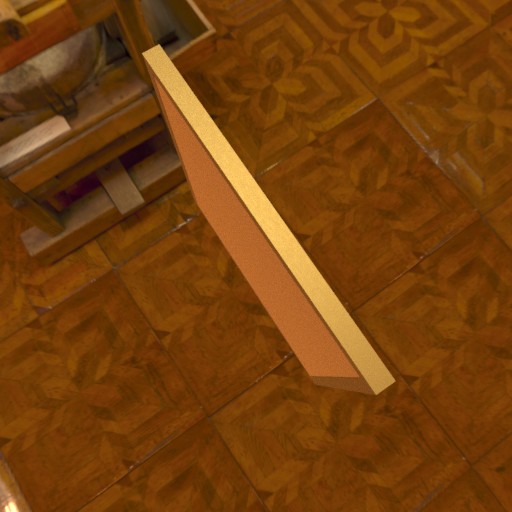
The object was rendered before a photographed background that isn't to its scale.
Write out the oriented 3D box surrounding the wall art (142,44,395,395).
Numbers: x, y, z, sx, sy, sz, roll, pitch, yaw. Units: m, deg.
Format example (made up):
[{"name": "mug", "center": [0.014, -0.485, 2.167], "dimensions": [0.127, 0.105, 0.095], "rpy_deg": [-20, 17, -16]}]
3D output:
[{"name": "wall art", "center": [0.000, 0.000, 2.925], "dimensions": [0.099, 1.926, 1.926], "rpy_deg": [-32, 77, -8]}]
